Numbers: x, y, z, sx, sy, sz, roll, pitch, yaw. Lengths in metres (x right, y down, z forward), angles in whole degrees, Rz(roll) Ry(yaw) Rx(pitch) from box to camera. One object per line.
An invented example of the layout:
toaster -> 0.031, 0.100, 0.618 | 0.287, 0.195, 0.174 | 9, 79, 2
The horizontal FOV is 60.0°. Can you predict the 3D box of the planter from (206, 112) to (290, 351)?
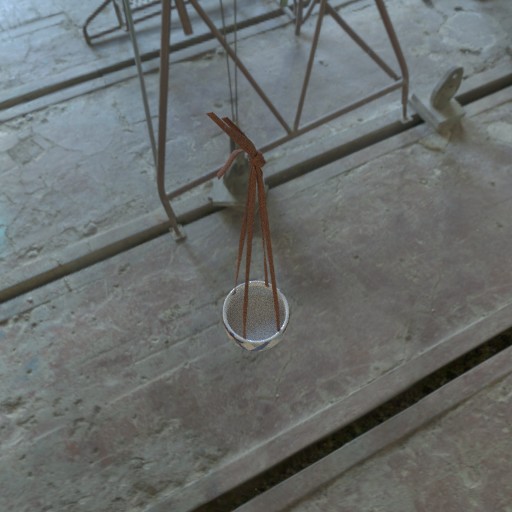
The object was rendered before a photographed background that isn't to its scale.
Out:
planter -> 0.000, 0.000, 0.820 | 0.166, 0.751, 0.166 | 15, 63, 8
